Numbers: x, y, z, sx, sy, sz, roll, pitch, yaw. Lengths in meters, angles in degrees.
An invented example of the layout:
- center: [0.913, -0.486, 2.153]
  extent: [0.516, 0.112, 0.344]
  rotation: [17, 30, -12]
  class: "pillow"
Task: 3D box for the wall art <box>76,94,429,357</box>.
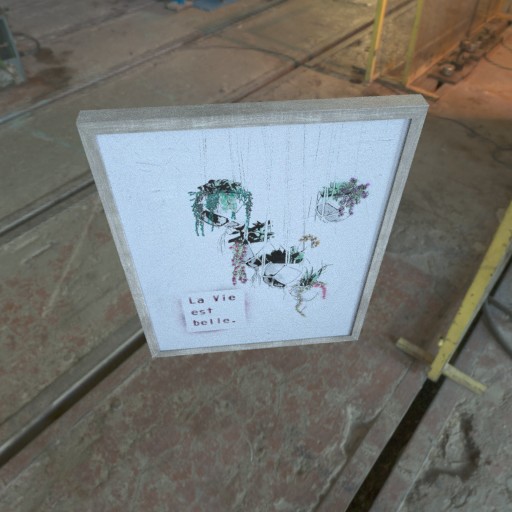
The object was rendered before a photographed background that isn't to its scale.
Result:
- center: [0.000, 0.000, 0.725]
  extent: [0.421, 0.521, 0.032]
  rotation: [-4, 47, -4]
  class: "wall art"
